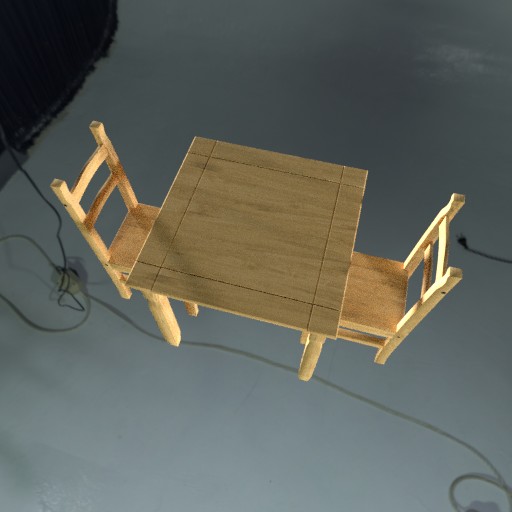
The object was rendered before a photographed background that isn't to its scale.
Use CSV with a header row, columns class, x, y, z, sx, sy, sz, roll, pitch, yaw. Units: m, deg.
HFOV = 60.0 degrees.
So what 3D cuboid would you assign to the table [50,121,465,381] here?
class,x,y,z,sx,sy,sz,roll,pitch,yaw
table,0.000,0.000,2.052,1.501,0.942,0.813,13,60,8
